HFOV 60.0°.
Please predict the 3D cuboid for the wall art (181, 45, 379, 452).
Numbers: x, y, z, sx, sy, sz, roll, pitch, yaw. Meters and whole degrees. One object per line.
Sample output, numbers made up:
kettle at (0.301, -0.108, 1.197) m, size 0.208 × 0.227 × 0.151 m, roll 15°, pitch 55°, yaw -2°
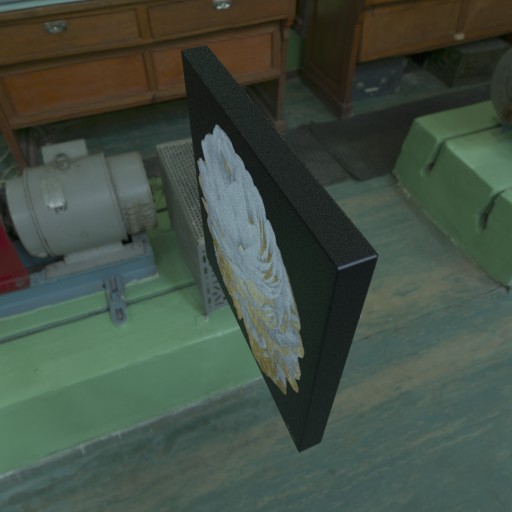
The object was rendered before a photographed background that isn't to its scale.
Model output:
wall art at (0.000, 0.000, 0.607) m, size 0.041 × 0.407 × 0.406 m, roll -18°, pitch 51°, yaw -15°
